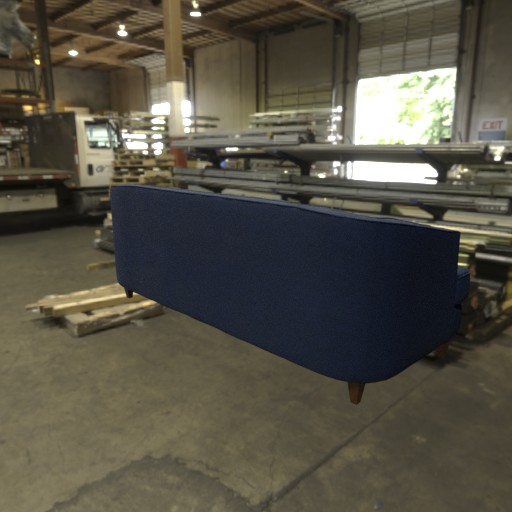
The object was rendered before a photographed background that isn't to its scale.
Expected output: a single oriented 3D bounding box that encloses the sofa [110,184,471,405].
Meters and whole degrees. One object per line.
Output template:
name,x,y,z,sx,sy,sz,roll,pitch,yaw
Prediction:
sofa,0.000,0.000,2.752,2.278,0.855,0.941,14,20,43
